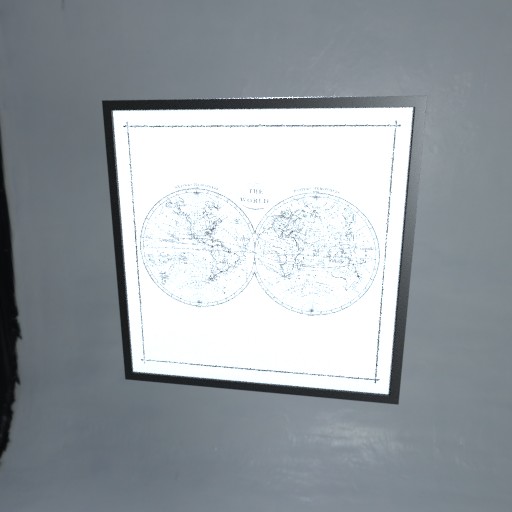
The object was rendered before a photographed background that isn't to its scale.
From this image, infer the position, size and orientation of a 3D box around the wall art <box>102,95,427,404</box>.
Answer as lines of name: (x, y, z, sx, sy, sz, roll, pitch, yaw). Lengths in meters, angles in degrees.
wall art: (0.000, 0.000, 1.155, 0.773, 0.775, 0.031, 2, 15, 9)
